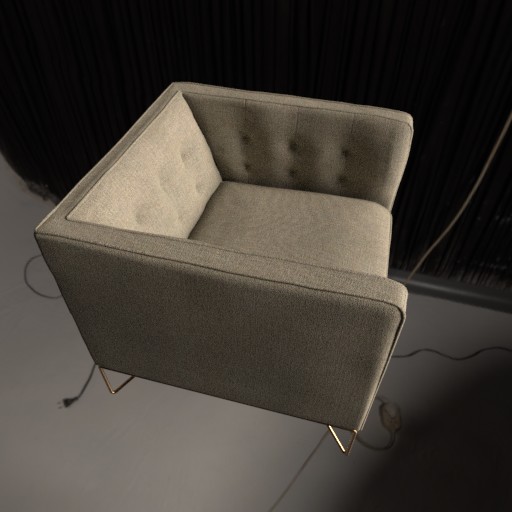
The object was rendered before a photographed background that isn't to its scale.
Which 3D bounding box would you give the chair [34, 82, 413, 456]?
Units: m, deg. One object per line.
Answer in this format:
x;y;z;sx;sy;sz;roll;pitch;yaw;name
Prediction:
0.000;0.000;1.570;0.912;0.799;0.920;11;46;11;chair
